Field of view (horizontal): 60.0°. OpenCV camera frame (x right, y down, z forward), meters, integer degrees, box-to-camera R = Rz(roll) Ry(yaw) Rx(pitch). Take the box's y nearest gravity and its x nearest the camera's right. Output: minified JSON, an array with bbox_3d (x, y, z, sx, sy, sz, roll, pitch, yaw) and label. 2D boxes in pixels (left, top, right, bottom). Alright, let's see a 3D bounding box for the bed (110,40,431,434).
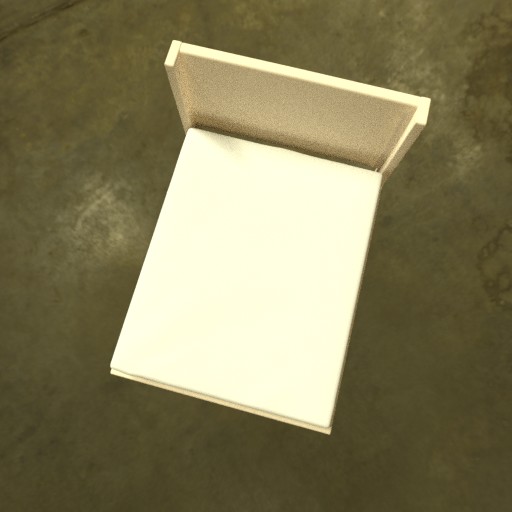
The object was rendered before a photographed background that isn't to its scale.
[{"bbox_3d":[0.000,0.000,3.382,1.765,1.471,2.280,14,77,3],"label":"bed"}]
